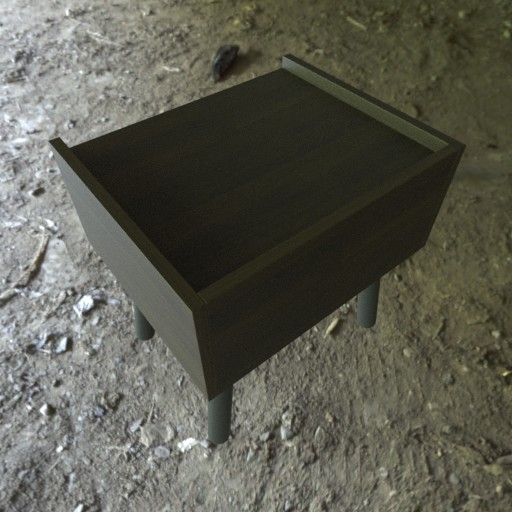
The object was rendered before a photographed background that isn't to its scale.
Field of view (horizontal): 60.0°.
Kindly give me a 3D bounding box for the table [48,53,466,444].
[{"bbox_3d":[0.000,0.000,0.791,0.450,0.470,0.370,-31,55,-25],"label":"table"}]
